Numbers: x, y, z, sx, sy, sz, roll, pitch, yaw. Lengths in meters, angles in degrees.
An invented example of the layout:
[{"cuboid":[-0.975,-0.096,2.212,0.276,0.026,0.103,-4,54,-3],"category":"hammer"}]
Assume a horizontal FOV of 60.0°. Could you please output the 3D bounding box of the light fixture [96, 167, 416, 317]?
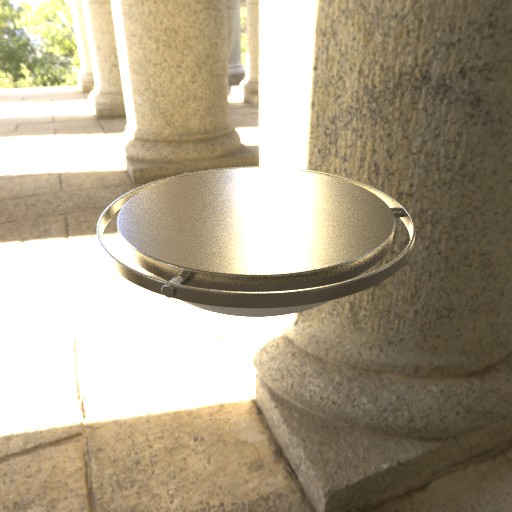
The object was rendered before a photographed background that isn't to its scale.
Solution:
[{"cuboid":[0.000,0.000,0.553,0.361,0.130,0.361,0,28,0],"category":"light fixture"}]
